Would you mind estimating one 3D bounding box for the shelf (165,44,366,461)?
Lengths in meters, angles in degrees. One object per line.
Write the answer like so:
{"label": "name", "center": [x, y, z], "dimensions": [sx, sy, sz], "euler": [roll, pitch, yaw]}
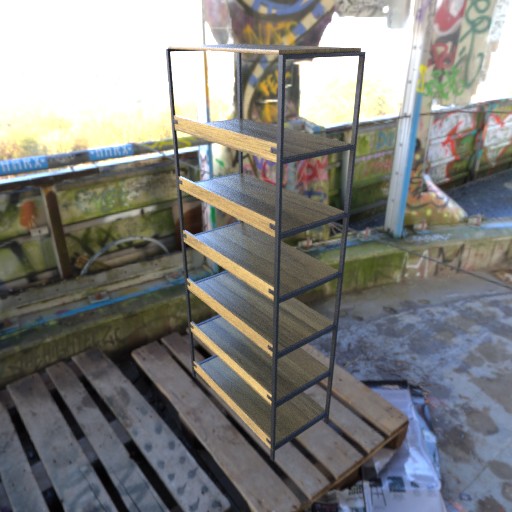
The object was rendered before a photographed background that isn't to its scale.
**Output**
{"label": "shelf", "center": [0.000, 0.000, 2.357], "dimensions": [0.431, 2.015, 0.847], "euler": [-19, 33, -33]}
